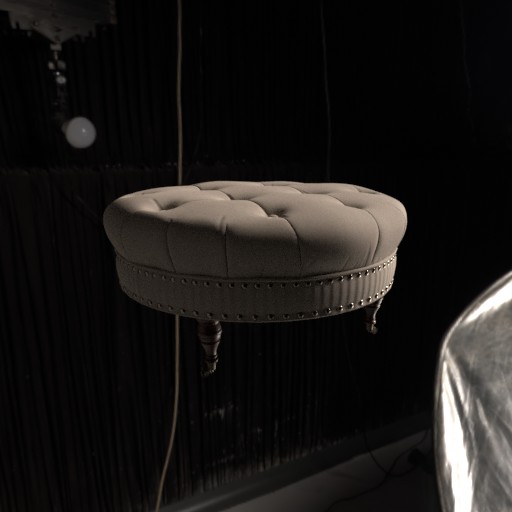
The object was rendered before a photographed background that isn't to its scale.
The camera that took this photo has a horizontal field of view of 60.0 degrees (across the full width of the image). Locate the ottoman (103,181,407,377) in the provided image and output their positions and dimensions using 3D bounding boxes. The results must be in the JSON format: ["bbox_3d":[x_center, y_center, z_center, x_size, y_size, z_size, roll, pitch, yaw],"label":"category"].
[{"bbox_3d":[0.000,0.000,1.416,0.901,0.439,0.901,0,15,0],"label":"ottoman"}]
